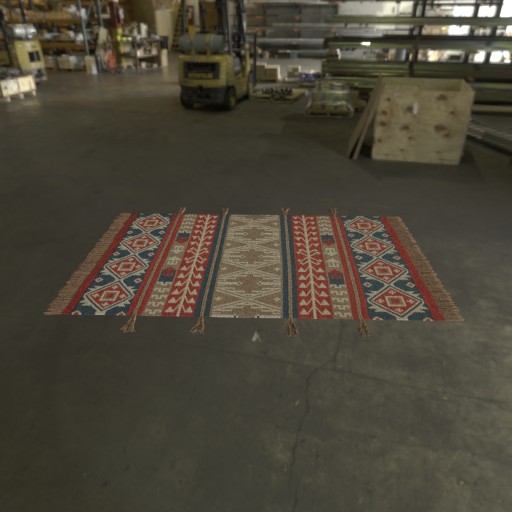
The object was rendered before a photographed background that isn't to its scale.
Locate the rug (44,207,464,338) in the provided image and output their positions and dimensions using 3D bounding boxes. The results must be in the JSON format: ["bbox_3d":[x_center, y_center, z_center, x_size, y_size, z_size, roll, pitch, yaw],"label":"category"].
[{"bbox_3d":[0.000,0.000,3.197,2.450,0.048,1.778,1,29,2],"label":"rug"}]
